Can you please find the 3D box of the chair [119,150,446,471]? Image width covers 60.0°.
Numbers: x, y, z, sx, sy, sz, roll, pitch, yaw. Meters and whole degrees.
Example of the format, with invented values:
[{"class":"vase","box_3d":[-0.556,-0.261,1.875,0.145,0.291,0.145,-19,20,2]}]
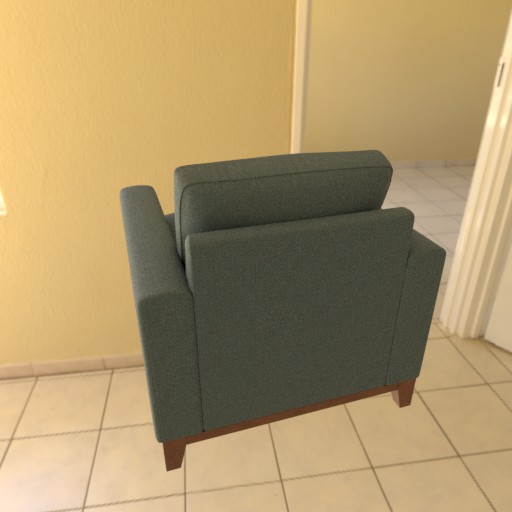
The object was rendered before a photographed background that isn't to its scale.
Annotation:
[{"class":"chair","box_3d":[0.000,0.000,1.866,1.024,1.010,1.038,-9,29,-16]}]
